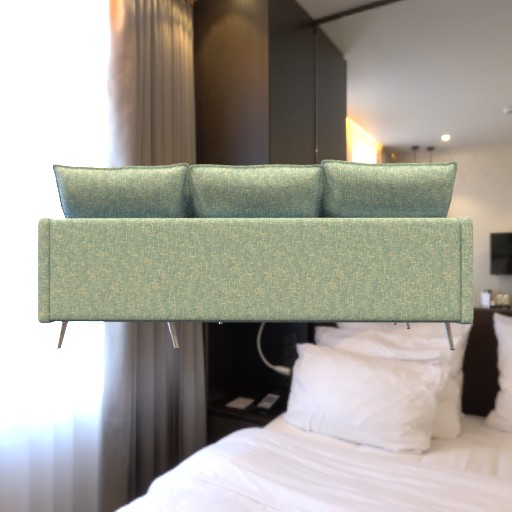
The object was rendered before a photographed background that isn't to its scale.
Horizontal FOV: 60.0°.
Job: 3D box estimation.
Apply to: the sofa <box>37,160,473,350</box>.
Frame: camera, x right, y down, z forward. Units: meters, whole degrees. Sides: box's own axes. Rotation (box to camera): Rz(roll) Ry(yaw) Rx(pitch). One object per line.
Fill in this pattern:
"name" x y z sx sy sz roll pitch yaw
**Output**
"sofa" 0.000 0.000 2.762 2.034 0.899 1.420 0 0 1
